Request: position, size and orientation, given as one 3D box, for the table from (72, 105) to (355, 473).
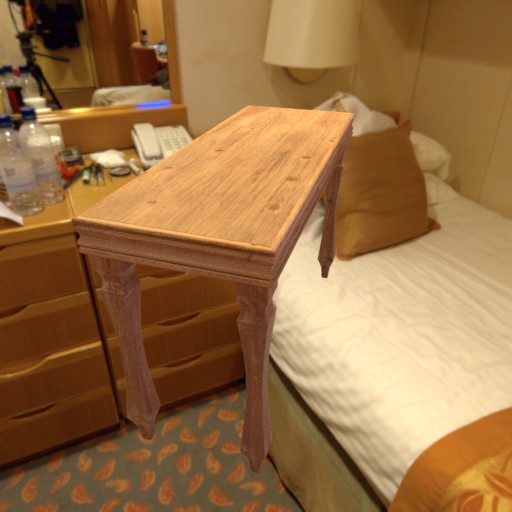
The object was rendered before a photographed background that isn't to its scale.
[{"bbox_3d":[0.000,0.000,1.786,0.522,0.873,1.330,10,32,16],"label":"table"}]
